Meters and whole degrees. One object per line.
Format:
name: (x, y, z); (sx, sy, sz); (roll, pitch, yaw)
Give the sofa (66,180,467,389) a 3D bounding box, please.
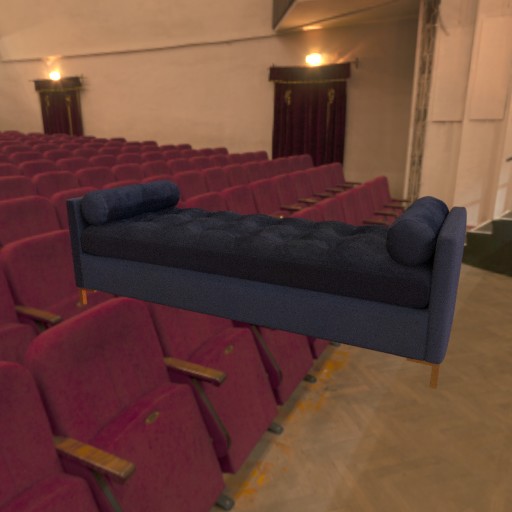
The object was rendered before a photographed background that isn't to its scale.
sofa: (0.000, 0.000, 2.509); (2.102, 0.705, 0.796); (8, 18, 26)
